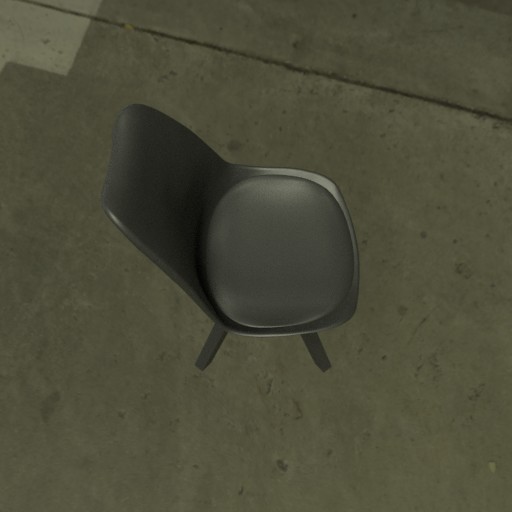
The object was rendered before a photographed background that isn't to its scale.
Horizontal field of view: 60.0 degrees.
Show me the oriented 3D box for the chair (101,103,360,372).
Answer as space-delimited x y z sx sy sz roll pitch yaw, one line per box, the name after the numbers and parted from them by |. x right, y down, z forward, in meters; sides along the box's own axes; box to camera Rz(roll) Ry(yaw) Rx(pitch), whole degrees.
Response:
0.000 0.000 1.195 0.550 0.850 0.485 1 65 0 | chair
